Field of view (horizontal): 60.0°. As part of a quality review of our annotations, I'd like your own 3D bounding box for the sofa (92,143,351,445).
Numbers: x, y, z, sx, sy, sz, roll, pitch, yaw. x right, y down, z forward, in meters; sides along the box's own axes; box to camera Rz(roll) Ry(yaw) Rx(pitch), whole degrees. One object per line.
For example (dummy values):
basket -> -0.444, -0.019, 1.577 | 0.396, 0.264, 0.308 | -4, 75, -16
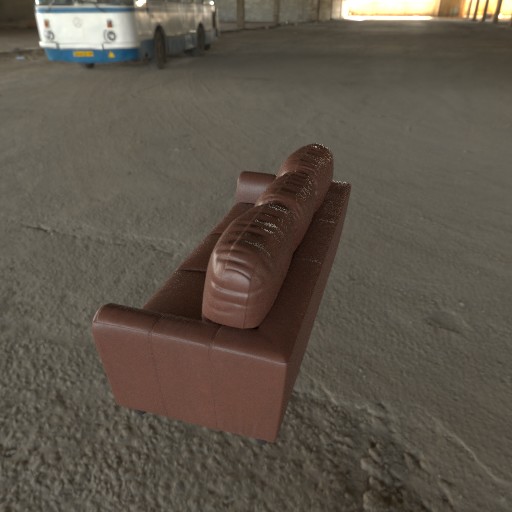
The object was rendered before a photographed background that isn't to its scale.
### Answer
sofa -> 0.000, 0.000, 2.442 | 0.802, 0.915, 1.862 | 9, 31, 15
